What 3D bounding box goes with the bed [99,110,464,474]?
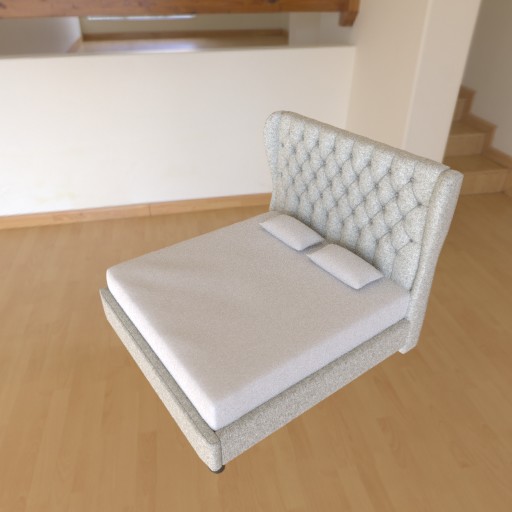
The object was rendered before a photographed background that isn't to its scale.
[{"bbox_3d":[0.000,0.000,3.946,2.347,1.771,2.219,-22,39,-29],"label":"bed"}]
